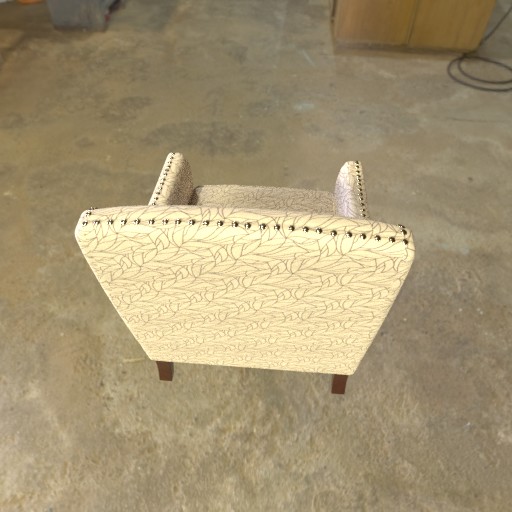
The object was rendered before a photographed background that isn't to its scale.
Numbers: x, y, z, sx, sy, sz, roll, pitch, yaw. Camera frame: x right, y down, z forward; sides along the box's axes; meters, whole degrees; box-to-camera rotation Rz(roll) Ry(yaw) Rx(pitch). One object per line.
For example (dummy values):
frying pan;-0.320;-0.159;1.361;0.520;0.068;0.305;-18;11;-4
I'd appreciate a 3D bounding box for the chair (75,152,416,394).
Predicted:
chair;0.000;0.000;1.280;0.623;0.816;0.651;3;47;3
